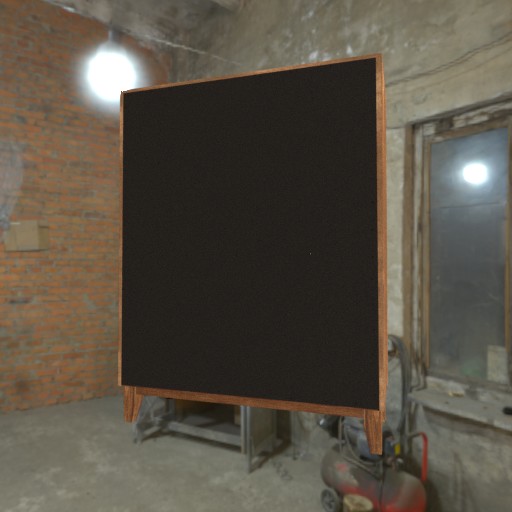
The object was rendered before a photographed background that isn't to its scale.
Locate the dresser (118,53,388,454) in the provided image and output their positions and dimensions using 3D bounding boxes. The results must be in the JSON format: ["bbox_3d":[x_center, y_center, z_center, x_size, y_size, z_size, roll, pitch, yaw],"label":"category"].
[{"bbox_3d":[0.000,0.000,1.894,1.062,1.393,0.442,0,-1,18],"label":"dresser"}]
